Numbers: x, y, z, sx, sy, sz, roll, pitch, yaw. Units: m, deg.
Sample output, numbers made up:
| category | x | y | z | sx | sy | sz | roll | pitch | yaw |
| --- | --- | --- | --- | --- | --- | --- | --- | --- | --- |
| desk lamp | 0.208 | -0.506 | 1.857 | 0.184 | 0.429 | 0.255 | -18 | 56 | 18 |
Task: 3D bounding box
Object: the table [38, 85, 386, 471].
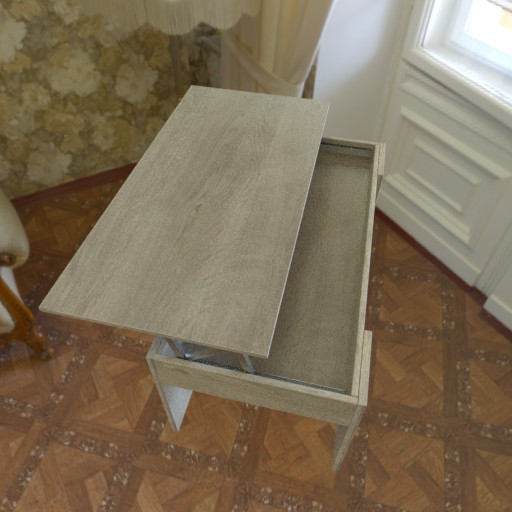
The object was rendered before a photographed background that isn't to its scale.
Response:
| category | x | y | z | sx | sy | sz | roll | pitch | yaw |
| --- | --- | --- | --- | --- | --- | --- | --- | --- | --- |
| table | 0.000 | 0.000 | 1.419 | 0.711 | 0.570 | 1.000 | 10 | 49 | 9 |
